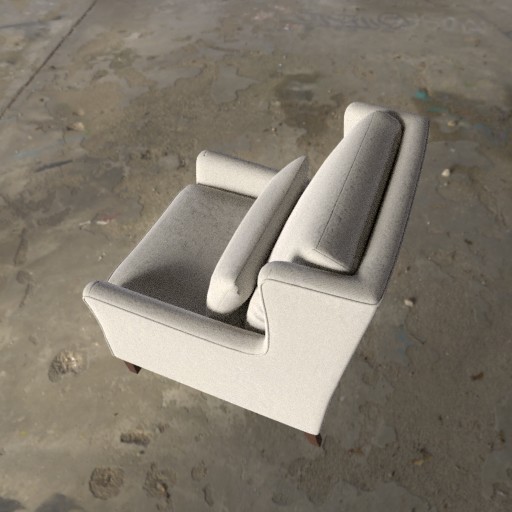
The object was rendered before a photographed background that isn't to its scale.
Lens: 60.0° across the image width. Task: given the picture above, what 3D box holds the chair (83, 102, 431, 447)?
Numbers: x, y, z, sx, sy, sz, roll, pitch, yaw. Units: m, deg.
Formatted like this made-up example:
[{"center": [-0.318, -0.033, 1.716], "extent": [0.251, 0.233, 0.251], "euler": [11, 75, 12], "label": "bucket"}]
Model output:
[{"center": [0.000, 0.000, 1.824], "extent": [1.040, 1.056, 0.982], "euler": [17, 49, 15], "label": "chair"}]
